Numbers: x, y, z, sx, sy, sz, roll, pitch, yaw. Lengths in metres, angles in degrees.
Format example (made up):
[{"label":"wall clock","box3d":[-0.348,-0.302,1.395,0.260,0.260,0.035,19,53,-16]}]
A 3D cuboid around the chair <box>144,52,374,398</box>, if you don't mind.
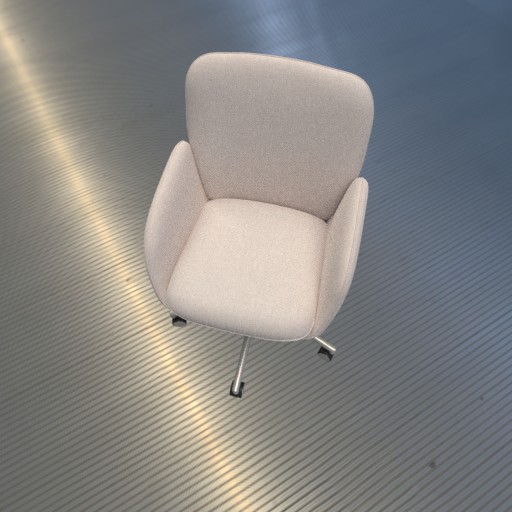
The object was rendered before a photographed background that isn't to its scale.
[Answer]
[{"label":"chair","box3d":[0.000,0.000,1.366,0.648,0.959,0.633,11,58,7]}]
